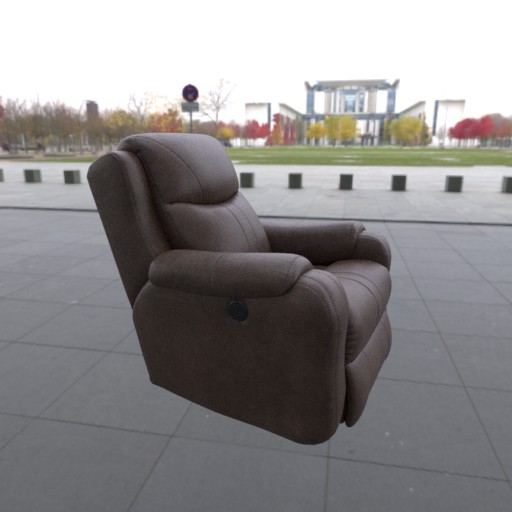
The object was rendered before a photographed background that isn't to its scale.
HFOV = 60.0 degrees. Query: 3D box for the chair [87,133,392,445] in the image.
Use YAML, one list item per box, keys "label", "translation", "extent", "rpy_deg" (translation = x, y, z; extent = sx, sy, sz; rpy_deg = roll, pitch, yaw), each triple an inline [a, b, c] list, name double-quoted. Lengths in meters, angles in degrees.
- label: "chair"
  translation: [0.000, 0.000, 1.839]
  extent: [1.067, 0.990, 0.940]
  rpy_deg: [7, 16, 26]
